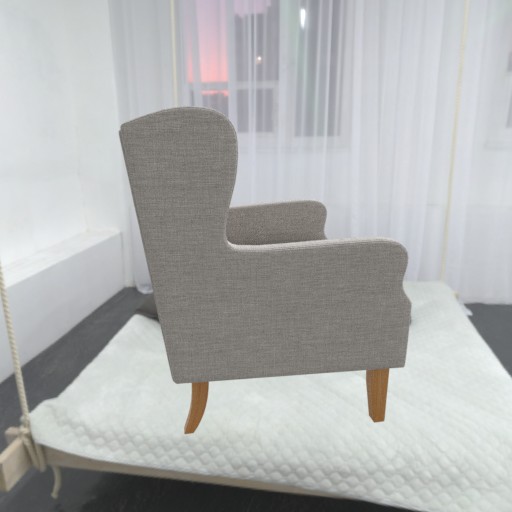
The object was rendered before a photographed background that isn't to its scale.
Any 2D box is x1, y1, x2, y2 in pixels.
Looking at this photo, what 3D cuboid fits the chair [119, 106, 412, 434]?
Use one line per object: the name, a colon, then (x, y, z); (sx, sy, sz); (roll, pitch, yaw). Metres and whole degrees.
chair: (0.000, 0.000, 1.484); (0.760, 0.930, 0.710); (-3, 17, -10)
